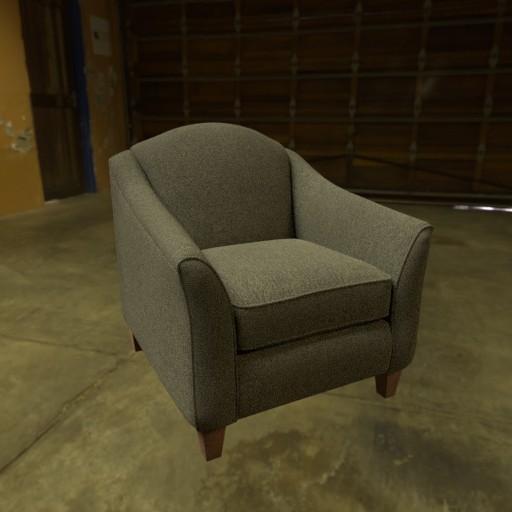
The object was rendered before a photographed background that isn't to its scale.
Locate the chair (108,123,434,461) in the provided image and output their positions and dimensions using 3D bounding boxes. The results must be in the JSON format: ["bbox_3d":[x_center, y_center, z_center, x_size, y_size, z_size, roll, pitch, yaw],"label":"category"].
[{"bbox_3d":[0.000,0.000,1.443,0.763,0.839,0.787,-8,18,-26],"label":"chair"}]
